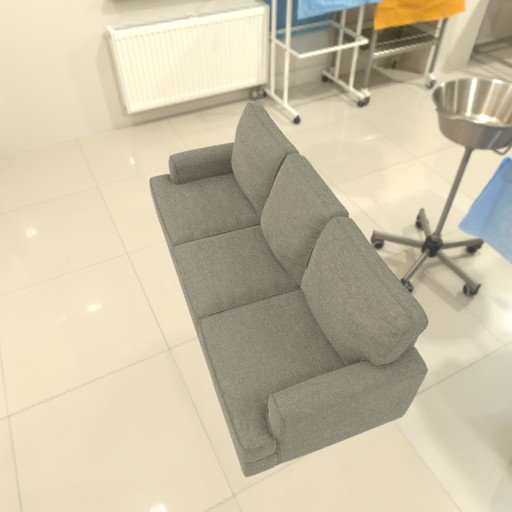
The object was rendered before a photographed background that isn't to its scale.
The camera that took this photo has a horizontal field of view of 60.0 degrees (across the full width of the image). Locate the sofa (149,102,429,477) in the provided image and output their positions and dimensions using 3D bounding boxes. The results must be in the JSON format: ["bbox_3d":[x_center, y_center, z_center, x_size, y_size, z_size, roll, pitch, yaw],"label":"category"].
[{"bbox_3d":[0.000,0.000,2.695,0.951,0.965,2.158,-15,48,-14],"label":"sofa"}]
